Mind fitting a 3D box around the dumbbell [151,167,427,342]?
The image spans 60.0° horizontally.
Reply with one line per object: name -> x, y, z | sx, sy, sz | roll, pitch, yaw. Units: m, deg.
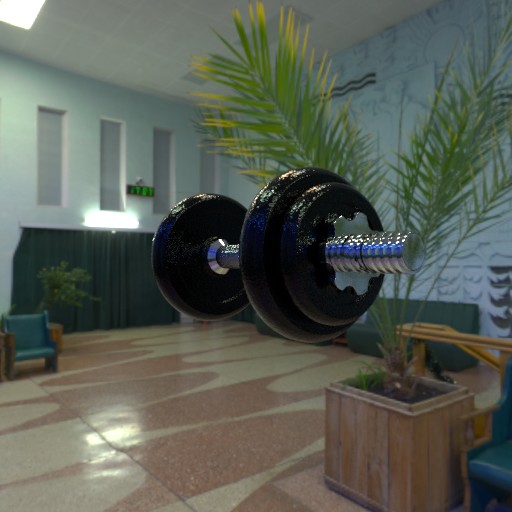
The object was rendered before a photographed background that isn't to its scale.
dumbbell -> 0.000, 0.000, 0.609 | 0.202, 0.202, 0.497 | 1, -1, -36
